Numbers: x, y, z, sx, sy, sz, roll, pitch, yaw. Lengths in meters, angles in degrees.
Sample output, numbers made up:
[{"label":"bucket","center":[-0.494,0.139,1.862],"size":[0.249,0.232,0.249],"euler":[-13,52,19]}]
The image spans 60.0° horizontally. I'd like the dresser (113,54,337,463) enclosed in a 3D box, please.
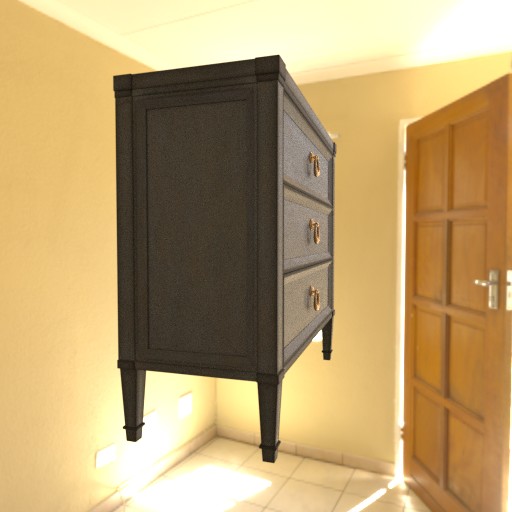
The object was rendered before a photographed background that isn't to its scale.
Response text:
[{"label":"dresser","center":[0.000,0.000,1.620],"size":[0.463,0.986,1.049],"euler":[1,2,17]}]
